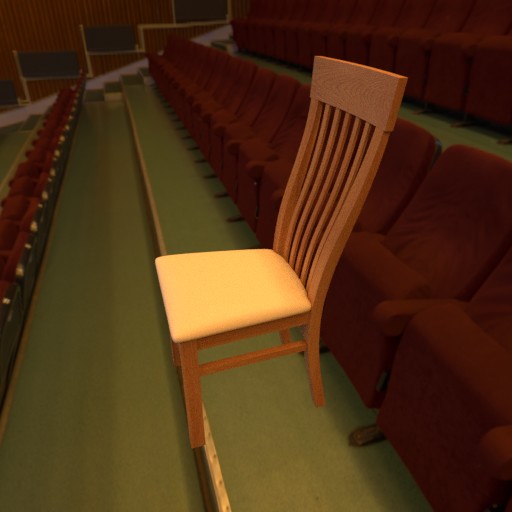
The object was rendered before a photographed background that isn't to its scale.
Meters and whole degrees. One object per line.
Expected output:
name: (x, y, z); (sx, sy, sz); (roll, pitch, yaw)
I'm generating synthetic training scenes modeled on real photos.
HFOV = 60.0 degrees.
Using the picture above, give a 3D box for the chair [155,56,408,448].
chair: (0.000, 0.000, 1.340); (0.580, 1.050, 0.450); (-9, 31, -15)
